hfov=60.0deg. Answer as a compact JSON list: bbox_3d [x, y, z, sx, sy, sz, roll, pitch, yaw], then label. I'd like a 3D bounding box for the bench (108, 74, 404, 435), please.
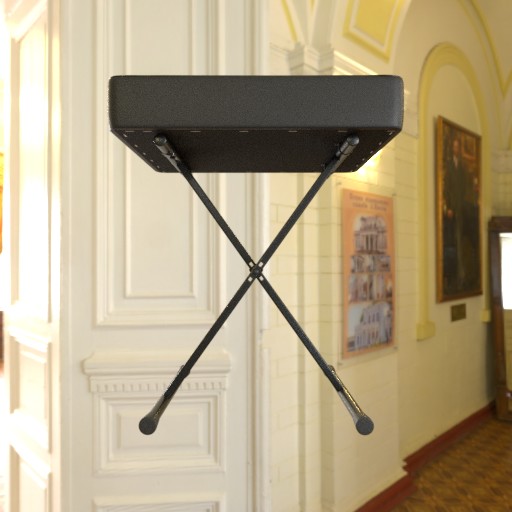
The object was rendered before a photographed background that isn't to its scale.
[{"bbox_3d":[0.000,0.000,0.772,0.424,0.500,0.321,0,-1,0],"label":"bench"}]
